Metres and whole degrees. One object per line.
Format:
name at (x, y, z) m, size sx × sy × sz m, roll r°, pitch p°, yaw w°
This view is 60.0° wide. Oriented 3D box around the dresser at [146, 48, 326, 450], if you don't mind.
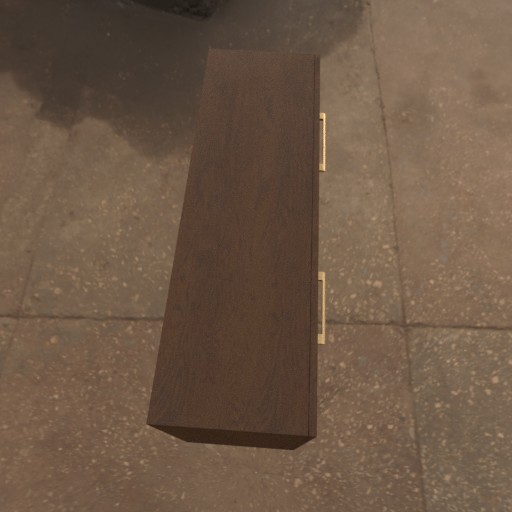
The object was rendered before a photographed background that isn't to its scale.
dresser at (0.000, 0.000, 1.967) m, size 0.512 × 0.889 × 1.523 m, roll 4°, pitch 64°, yaw 2°
